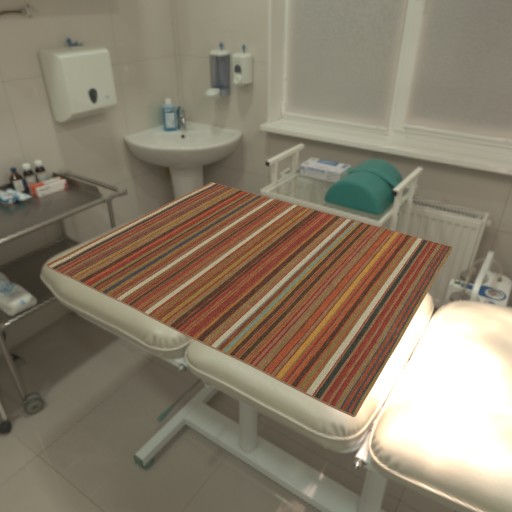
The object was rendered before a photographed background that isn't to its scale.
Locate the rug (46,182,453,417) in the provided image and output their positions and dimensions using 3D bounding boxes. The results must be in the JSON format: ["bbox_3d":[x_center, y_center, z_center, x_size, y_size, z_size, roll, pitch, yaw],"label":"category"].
[{"bbox_3d":[0.000,0.000,4.269,3.092,0.023,2.479,19,36,29],"label":"rug"}]
